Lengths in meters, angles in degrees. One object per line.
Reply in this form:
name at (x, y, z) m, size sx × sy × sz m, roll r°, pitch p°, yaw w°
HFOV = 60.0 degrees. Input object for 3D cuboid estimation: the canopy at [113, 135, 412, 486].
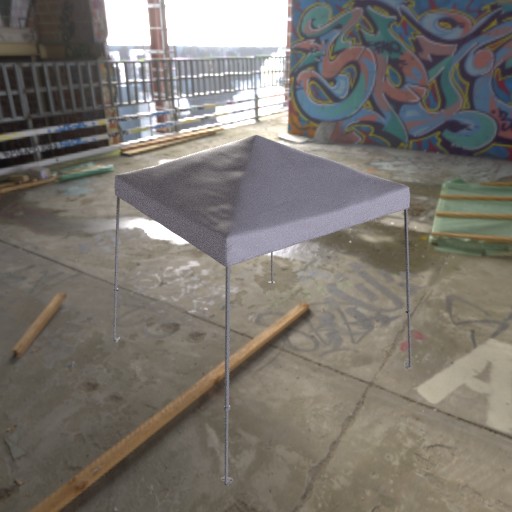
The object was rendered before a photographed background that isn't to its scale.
canopy at (0.000, 0.000, 5.320) m, size 2.849 × 2.850 × 2.850 m, roll -18°, pitch 31°, yaw -33°
